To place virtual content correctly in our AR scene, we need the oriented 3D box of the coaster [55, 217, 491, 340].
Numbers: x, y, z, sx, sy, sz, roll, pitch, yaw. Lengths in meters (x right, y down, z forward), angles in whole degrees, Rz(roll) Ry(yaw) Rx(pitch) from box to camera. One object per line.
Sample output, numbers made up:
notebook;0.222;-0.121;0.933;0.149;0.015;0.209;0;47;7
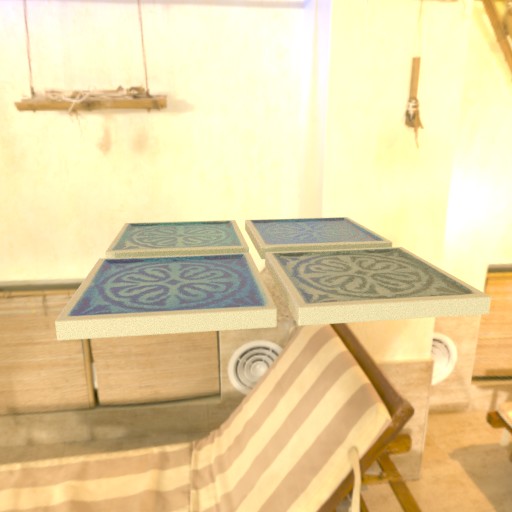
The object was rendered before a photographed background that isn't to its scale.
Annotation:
coaster;0.000;0.000;0.319;0.214;0.010;0.219;-2;16;-8
